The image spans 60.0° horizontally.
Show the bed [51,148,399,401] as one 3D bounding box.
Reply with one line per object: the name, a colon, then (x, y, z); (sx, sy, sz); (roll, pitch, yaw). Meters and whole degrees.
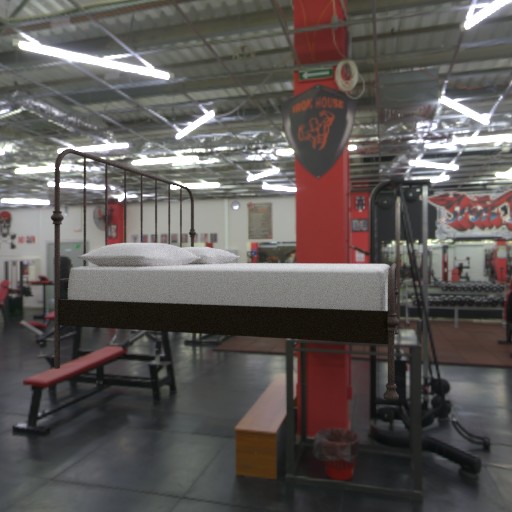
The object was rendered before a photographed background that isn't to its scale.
bed: (0.000, 0.000, 3.476); (2.134, 1.446, 2.044); (0, 0, 18)
